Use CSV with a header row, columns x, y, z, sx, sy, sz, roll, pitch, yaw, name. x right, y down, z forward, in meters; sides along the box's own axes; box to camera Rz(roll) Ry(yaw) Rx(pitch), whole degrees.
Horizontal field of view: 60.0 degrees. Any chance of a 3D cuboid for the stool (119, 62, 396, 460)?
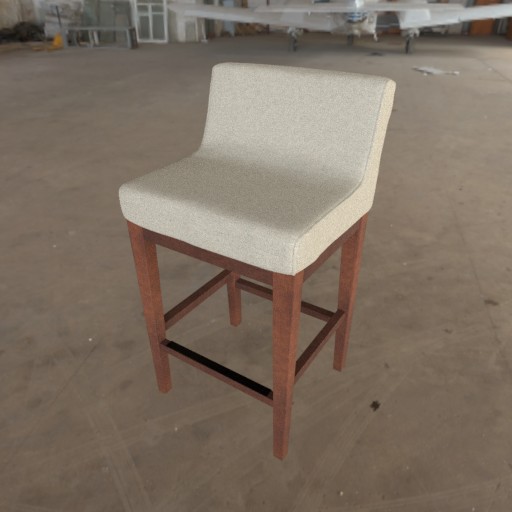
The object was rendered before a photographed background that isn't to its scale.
x,y,z,sx,sy,sz,roll,pitch,yaw,name
0.000,0.000,1.241,0.511,0.937,0.500,18,35,28,stool
